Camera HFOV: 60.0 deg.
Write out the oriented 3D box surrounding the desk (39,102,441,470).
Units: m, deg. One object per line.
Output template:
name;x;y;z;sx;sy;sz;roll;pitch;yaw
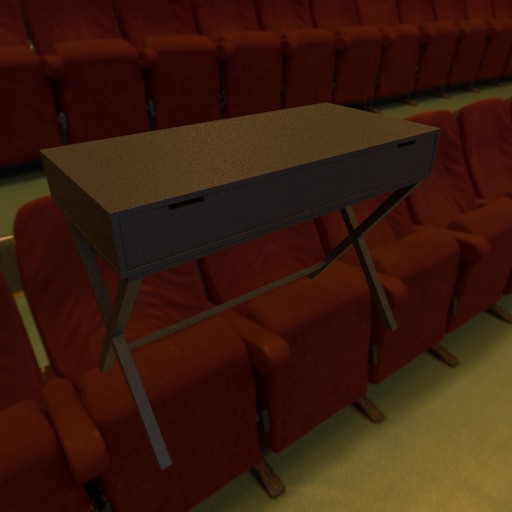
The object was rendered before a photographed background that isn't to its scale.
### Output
desk;0.000;0.000;1.468;1.057;0.780;0.504;-20;36;-31
